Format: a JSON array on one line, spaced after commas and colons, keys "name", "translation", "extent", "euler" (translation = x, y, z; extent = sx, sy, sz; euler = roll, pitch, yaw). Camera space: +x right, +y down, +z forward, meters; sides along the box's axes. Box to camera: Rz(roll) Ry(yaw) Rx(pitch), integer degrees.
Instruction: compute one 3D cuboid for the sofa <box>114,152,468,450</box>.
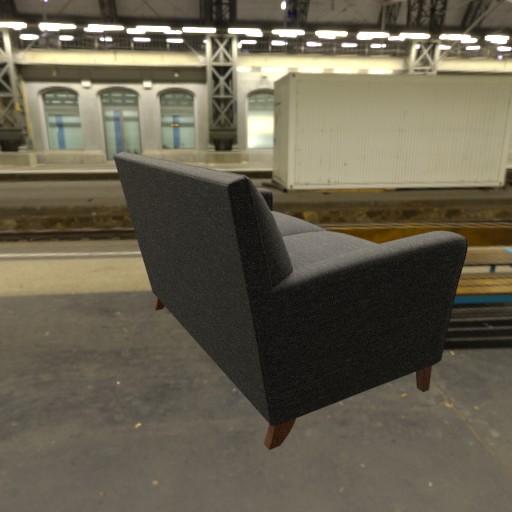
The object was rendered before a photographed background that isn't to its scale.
[{"name": "sofa", "translation": [0.000, 0.000, 1.928], "extent": [0.875, 0.846, 1.420], "euler": [-8, 18, -27]}]
